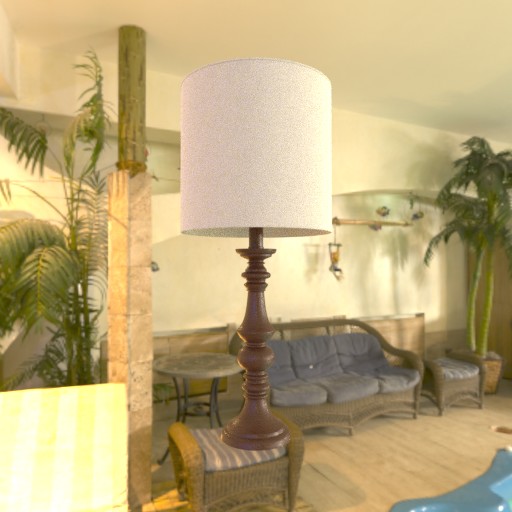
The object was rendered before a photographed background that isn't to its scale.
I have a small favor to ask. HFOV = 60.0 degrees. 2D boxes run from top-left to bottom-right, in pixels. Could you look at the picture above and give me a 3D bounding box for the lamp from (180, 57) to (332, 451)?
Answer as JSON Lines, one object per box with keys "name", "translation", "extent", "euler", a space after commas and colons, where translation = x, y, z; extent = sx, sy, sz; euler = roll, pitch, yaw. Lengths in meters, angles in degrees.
{"name": "lamp", "translation": [0.000, 0.000, 0.741], "extent": [0.250, 0.597, 0.250], "euler": [0, -1, -19]}
